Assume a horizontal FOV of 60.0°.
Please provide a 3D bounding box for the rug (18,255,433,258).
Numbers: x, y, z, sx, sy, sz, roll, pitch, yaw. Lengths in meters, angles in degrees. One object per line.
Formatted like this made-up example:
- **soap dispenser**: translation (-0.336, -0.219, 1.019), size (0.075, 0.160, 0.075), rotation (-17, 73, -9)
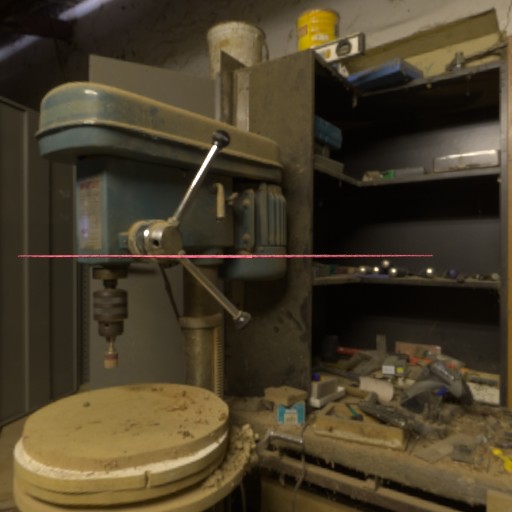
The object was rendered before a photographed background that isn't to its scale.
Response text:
- **rug**: translation (0.000, 0.000, 2.798), size (1.579, 0.007, 2.184), rotation (0, 0, 36)
